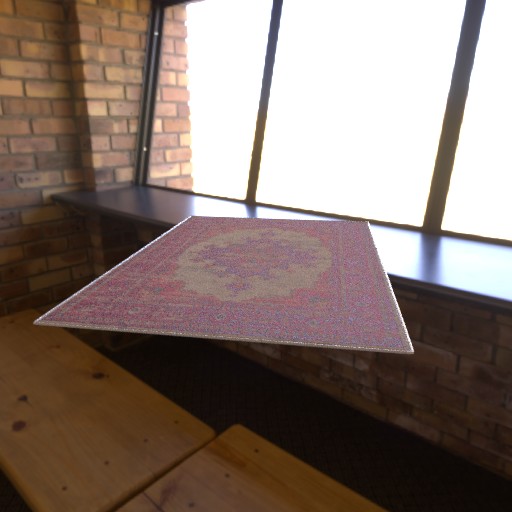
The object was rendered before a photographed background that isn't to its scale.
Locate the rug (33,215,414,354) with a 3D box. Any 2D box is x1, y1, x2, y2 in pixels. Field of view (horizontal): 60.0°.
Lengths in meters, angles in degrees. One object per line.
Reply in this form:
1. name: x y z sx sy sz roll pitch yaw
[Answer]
1. rug: 0.000 0.000 3.617 2.005 0.014 2.878 3 17 9
